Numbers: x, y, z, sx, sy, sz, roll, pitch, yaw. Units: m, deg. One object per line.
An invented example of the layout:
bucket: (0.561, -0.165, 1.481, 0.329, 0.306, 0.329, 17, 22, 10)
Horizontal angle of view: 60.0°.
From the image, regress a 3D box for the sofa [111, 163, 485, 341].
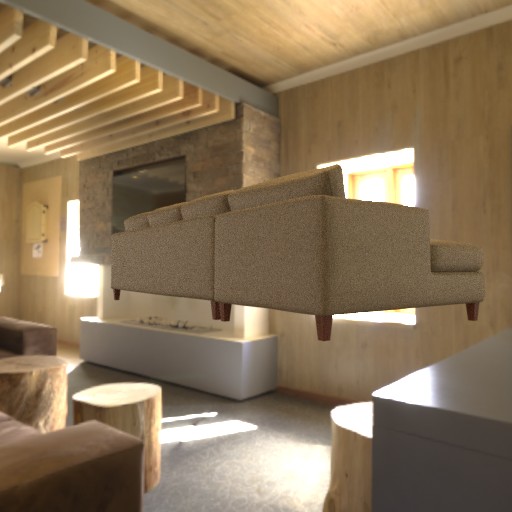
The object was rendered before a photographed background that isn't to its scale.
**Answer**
sofa: (0.000, 0.000, 3.752, 1.502, 0.876, 3.201, 1, -2, -35)
